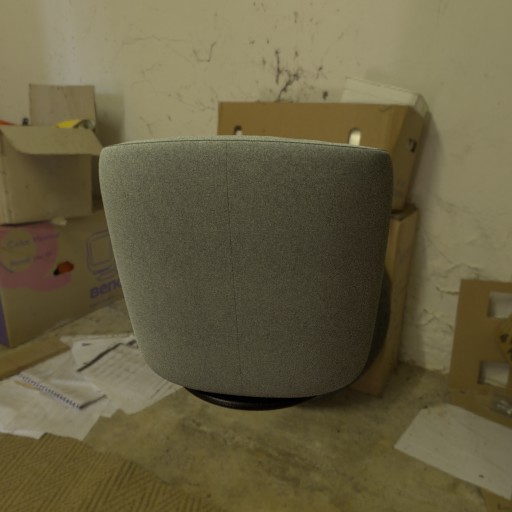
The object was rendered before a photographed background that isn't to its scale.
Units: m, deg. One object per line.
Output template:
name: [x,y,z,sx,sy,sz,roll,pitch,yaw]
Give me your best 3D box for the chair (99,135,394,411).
chair: [0.000,0.000,1.567,0.822,0.861,0.986,2,18,7]
